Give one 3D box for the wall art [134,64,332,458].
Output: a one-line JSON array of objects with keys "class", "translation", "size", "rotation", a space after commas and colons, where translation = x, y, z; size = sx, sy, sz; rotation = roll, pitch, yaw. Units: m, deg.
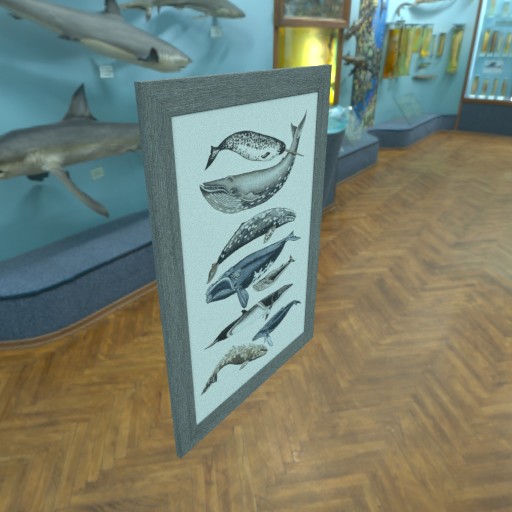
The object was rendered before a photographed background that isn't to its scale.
[{"class": "wall art", "translation": [0.000, 0.000, 1.387], "size": [0.020, 1.070, 0.768], "rotation": [19, 32, 33]}]
